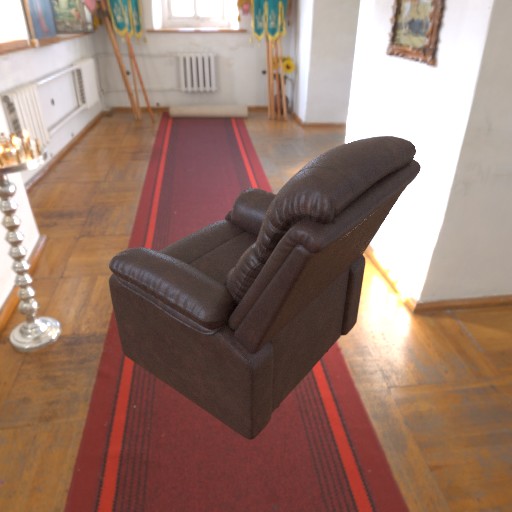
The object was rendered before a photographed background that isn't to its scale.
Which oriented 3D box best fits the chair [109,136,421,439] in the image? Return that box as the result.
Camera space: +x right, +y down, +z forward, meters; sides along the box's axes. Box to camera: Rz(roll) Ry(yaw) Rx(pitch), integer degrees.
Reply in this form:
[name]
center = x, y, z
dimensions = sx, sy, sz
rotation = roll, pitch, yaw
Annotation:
[chair]
center = 0.000, 0.000, 1.700
dimensions = 0.919, 0.992, 0.855
rotation = 22, 38, 31
